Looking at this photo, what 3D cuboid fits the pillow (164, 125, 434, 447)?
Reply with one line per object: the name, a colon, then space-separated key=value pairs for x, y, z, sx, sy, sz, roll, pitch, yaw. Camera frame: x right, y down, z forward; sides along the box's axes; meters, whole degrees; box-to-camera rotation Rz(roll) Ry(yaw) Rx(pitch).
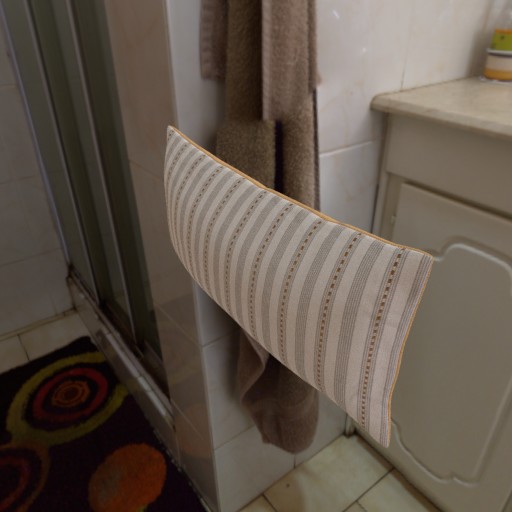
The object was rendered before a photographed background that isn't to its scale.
pillow: x=0.000 y=0.000 z=0.723 sx=0.151 sy=0.291 sz=0.608 roll=-20 pitch=36 yaw=-29
